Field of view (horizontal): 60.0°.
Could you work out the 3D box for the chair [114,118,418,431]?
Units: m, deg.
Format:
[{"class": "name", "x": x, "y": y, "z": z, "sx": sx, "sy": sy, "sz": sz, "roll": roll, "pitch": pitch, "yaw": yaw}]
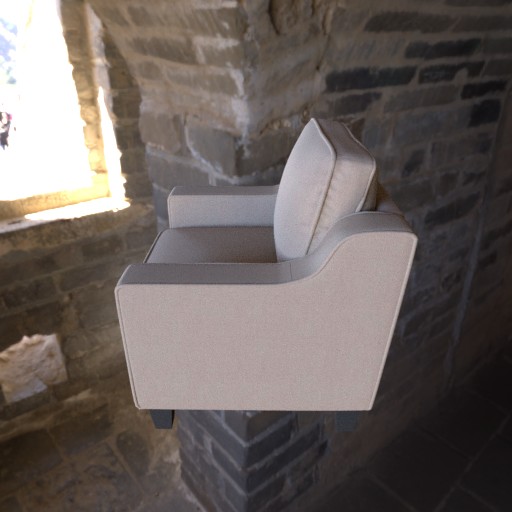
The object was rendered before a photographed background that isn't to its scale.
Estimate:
[{"class": "chair", "x": 0.000, "y": 0.000, "z": 1.713, "sx": 0.882, "sy": 0.948, "sz": 0.922, "roll": 0, "pitch": 26, "yaw": 1}]
